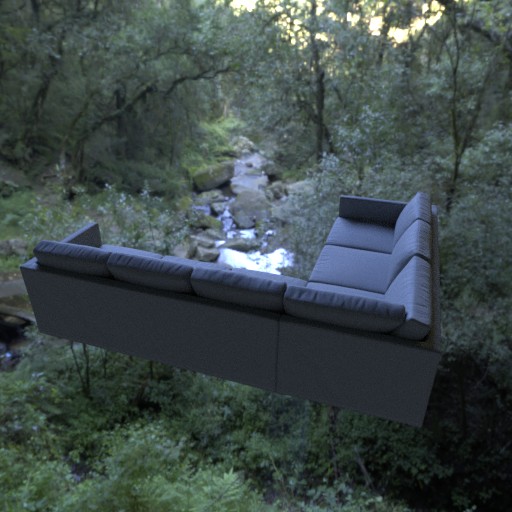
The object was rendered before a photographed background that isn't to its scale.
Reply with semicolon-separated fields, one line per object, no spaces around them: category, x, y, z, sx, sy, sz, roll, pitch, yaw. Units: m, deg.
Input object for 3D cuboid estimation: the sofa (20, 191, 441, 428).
sofa;0.000;0.000;4.200;3.182;0.871;2.432;9;30;16
